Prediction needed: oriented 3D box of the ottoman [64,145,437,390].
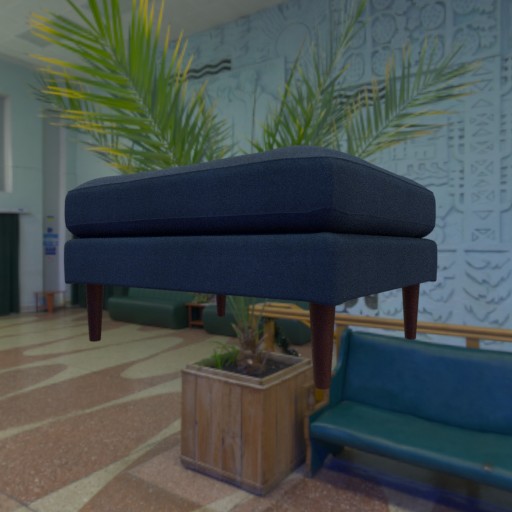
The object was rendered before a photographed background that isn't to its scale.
[{"bbox_3d":[0.000,0.000,1.249,0.821,0.474,0.693,1,1,36],"label":"ottoman"}]
